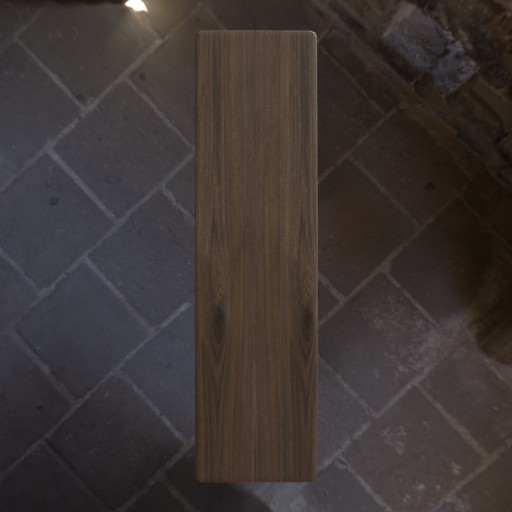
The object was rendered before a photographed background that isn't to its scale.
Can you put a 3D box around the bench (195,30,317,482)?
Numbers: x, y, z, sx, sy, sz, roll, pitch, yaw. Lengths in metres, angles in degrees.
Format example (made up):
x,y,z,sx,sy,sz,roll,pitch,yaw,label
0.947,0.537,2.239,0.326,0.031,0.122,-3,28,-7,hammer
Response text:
x,y,z,sx,sy,sz,roll,pitch,yaw,label
0.000,0.000,1.768,0.425,0.462,1.570,0,89,0,bench
